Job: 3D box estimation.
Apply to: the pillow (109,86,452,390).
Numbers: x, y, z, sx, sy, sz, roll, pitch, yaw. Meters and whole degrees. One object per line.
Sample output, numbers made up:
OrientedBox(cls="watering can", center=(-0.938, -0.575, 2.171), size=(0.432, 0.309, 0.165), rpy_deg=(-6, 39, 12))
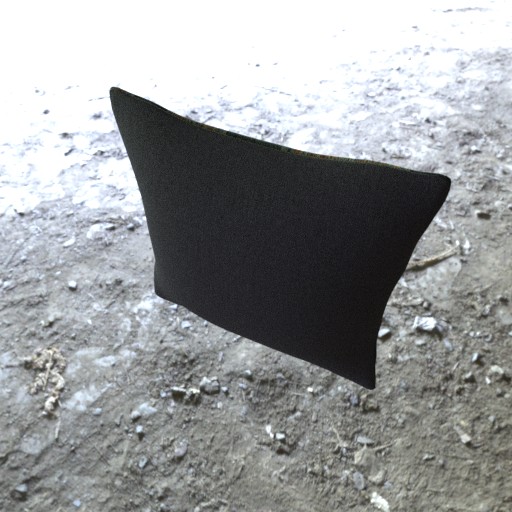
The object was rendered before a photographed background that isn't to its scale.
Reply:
OrientedBox(cls="pillow", center=(0.000, 0.000, 0.646), size=(0.437, 0.419, 0.136), rpy_deg=(21, 49, 19))
